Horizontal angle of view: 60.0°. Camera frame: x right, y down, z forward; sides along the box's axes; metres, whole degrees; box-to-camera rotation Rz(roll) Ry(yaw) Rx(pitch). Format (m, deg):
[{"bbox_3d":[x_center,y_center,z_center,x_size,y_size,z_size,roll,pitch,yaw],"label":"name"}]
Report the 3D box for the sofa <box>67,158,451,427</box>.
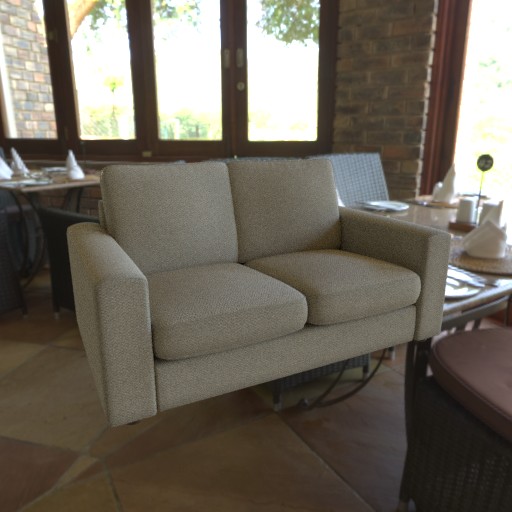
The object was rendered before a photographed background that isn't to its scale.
[{"bbox_3d":[0.000,0.000,2.163,1.616,0.873,1.016,-8,18,-26],"label":"sofa"}]
